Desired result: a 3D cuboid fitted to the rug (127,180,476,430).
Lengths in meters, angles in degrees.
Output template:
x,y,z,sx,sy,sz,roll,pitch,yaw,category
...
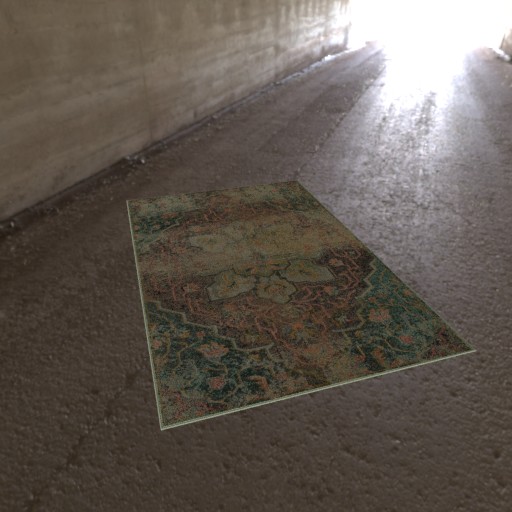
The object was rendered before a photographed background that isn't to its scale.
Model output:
x,y,z,sx,sy,sz,roll,pitch,yaw,category
0.000,0.000,2.922,1.566,0.004,2.363,-9,32,-14,rug
